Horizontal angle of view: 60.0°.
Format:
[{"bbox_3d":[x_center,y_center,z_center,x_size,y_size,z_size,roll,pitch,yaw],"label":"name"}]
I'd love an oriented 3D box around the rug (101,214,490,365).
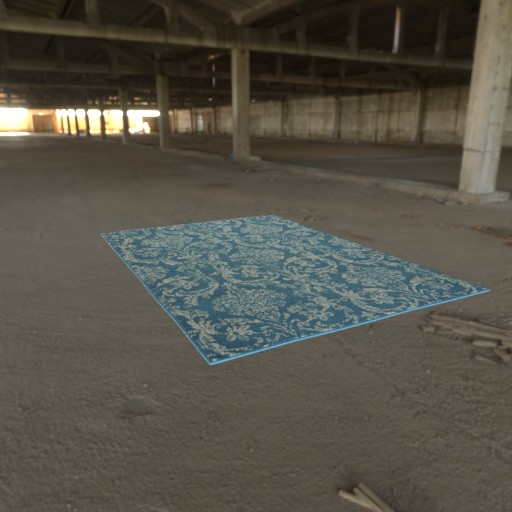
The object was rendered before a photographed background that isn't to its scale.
[{"bbox_3d":[0.000,0.000,2.855,1.554,0.012,2.205,-9,19,-27],"label":"rug"}]
